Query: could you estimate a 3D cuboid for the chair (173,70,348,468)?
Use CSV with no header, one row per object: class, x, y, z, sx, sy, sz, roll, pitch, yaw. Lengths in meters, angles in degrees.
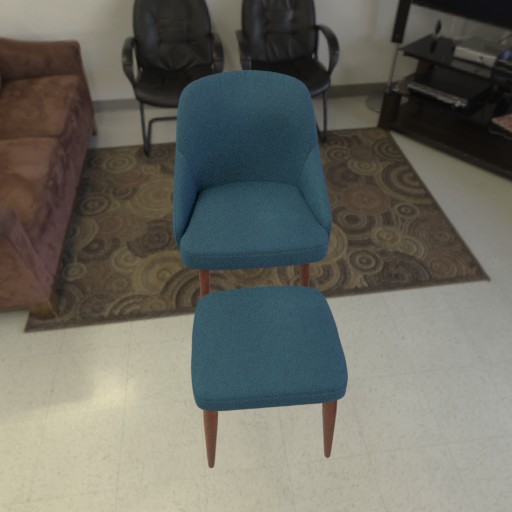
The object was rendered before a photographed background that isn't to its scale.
chair,0.000,0.000,1.575,0.584,0.866,1.114,-3,45,-3
